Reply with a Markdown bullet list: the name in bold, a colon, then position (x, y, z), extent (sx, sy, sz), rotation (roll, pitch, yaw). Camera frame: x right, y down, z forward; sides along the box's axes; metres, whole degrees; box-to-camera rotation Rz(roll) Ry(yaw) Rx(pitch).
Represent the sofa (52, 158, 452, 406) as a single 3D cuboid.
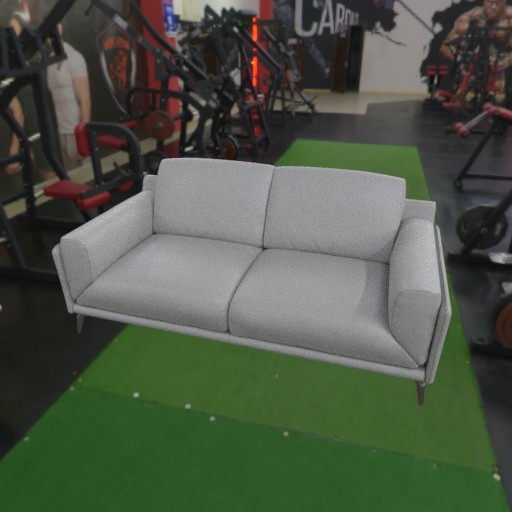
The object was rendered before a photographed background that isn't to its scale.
- **sofa**: position (0.000, 0.000, 2.678), extent (2.101, 0.930, 1.049), rotation (8, 27, 16)
